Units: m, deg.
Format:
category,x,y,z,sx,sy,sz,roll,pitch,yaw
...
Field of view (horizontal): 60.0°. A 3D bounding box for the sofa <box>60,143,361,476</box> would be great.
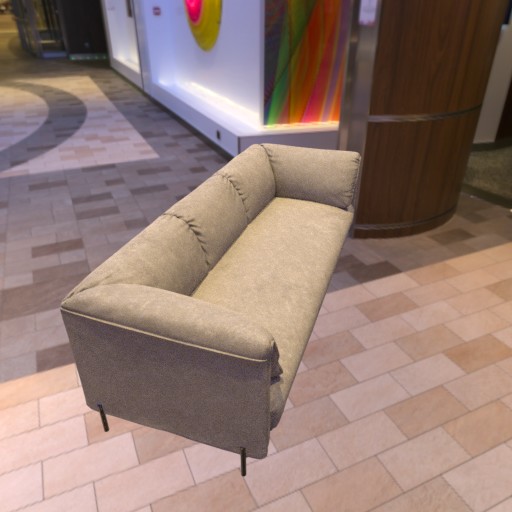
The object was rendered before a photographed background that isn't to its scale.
category,x,y,z,sx,sy,sz,roll,pitch,yaw
sofa,0.000,0.000,2.633,0.899,0.758,2.238,10,32,17
